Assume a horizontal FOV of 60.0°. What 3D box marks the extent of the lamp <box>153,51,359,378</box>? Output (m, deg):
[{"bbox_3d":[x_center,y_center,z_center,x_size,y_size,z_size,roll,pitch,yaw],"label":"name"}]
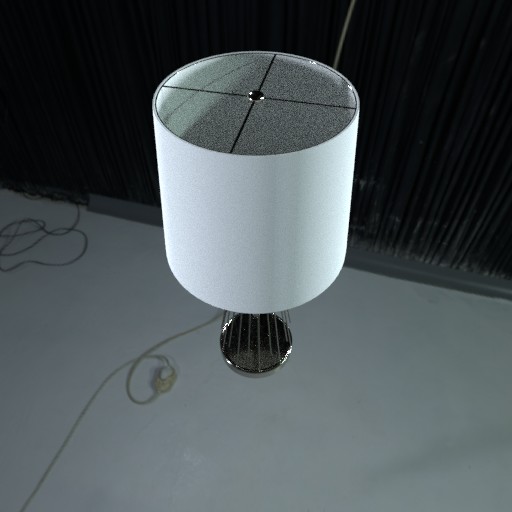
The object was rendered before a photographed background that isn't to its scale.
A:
[{"bbox_3d":[0.000,0.000,0.786,0.303,0.618,0.303,0,48,0],"label":"lamp"}]
